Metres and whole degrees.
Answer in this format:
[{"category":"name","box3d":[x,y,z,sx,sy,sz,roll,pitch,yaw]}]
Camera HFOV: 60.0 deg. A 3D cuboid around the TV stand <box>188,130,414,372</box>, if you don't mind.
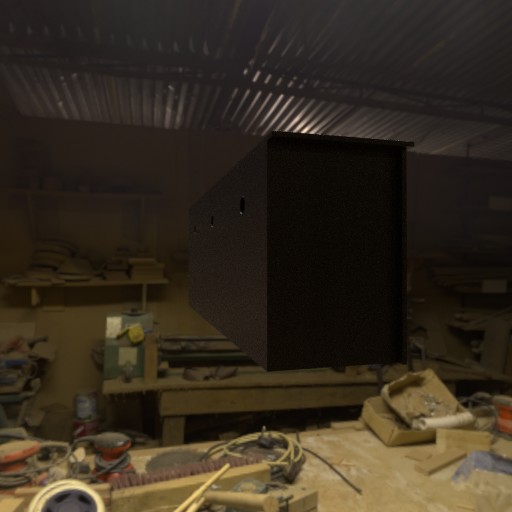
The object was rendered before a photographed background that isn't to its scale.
[{"category":"TV stand","box3d":[0.000,0.000,2.009,0.406,0.610,1.778,0,0,-15]}]
